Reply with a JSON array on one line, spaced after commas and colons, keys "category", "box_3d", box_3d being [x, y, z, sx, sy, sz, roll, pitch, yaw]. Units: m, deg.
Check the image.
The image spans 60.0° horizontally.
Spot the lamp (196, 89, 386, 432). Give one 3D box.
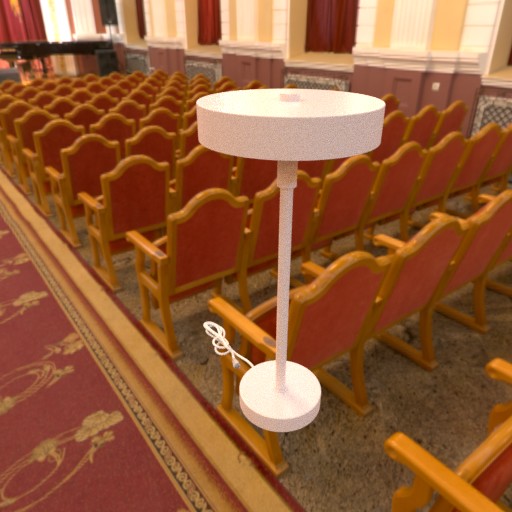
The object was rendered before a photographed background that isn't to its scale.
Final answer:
[{"category": "lamp", "box_3d": [0.000, 0.000, 0.709, 0.229, 0.508, 0.369, -19, 33, -32]}]
